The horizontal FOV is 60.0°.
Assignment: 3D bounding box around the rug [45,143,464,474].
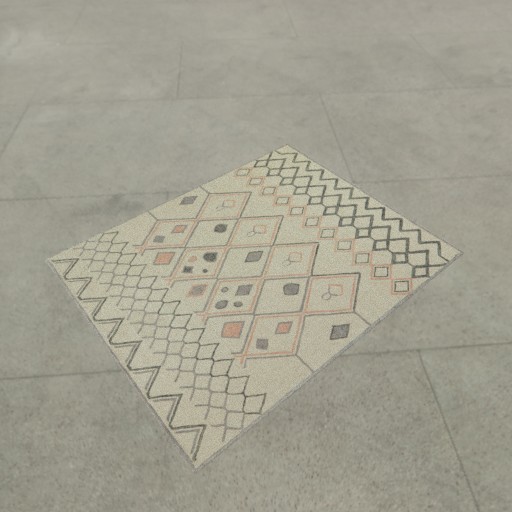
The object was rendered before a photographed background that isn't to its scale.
[{"bbox_3d":[0.000,0.000,4.122,3.050,0.016,2.441,-31,54,-26],"label":"rug"}]
